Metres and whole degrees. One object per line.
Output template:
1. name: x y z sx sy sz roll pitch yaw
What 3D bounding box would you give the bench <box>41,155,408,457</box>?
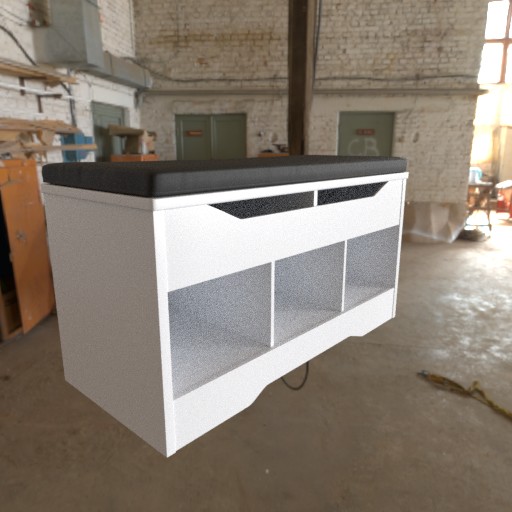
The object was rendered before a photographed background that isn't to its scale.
1. bench: 0.000 0.000 1.164 0.401 0.500 0.899 13 19 41
